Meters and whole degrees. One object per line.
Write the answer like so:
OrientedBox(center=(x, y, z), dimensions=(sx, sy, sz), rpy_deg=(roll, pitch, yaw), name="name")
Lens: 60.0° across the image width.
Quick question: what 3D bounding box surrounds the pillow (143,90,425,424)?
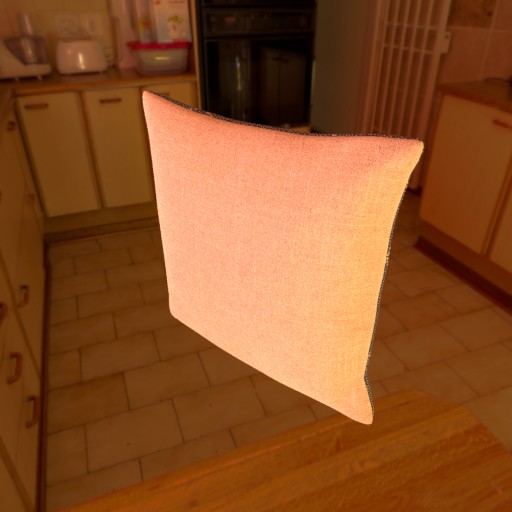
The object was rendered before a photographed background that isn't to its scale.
OrientedBox(center=(0.000, 0.000, 0.664), dimensions=(0.435, 0.428, 0.148), rpy_deg=(22, 37, 32), name="pillow")
